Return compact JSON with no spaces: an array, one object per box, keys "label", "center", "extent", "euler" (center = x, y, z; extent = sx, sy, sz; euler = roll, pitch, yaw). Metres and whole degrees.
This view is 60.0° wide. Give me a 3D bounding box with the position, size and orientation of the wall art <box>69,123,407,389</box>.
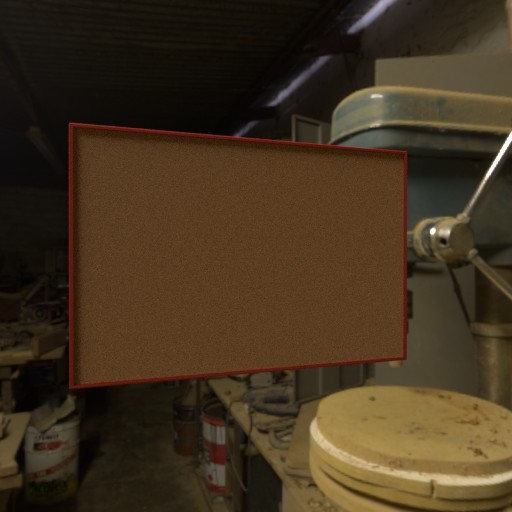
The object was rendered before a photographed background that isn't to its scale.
[{"label":"wall art","center":[0.000,0.000,0.782],"extent":[0.607,0.405,0.033],"euler":[0,0,-18]}]
